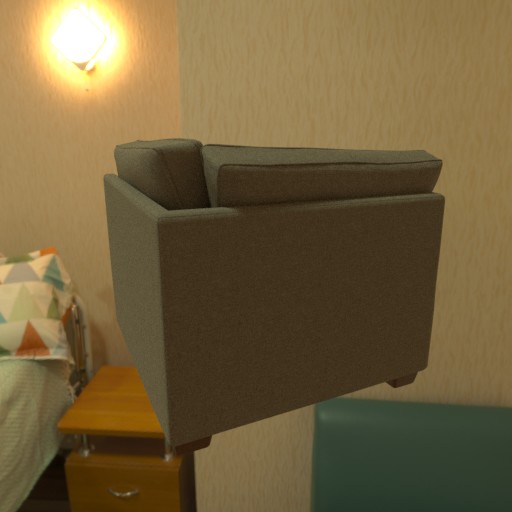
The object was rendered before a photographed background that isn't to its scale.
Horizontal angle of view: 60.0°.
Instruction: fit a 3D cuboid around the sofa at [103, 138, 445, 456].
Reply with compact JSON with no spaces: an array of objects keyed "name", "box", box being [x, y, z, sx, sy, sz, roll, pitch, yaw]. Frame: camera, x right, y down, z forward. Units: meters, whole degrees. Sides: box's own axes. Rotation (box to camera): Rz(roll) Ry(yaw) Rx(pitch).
[{"name":"sofa","box":[0.000,0.000,1.852,1.050,0.951,1.042,-7,16,-25]}]
